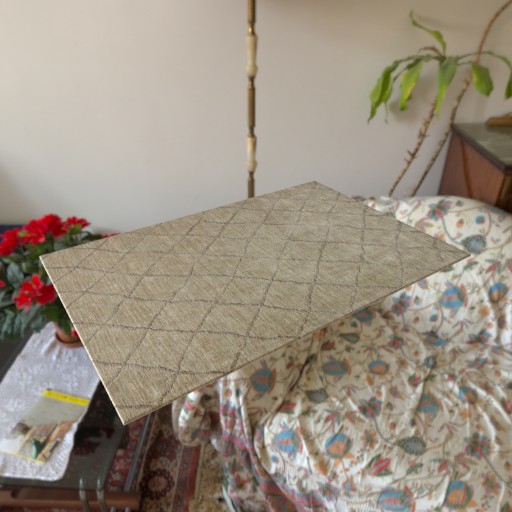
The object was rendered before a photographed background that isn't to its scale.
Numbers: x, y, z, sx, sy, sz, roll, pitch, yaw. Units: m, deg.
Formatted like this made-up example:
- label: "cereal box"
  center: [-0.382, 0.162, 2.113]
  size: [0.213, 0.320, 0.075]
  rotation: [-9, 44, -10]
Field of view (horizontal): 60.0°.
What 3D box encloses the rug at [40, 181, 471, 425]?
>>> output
- label: "rug"
  center: [0.000, 0.000, 2.815]
  size: [2.280, 0.015, 1.521]
  rotation: [-19, 36, -29]
